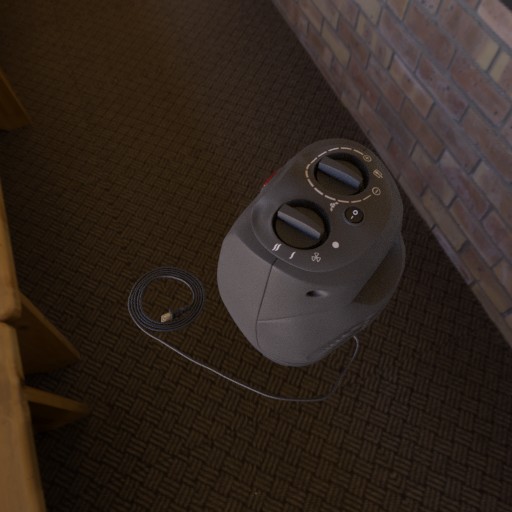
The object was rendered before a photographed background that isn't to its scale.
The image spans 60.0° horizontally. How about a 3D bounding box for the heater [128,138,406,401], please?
[{"bbox_3d":[0.000,0.000,0.477,0.291,0.255,0.239,33,67,16],"label":"heater"}]
